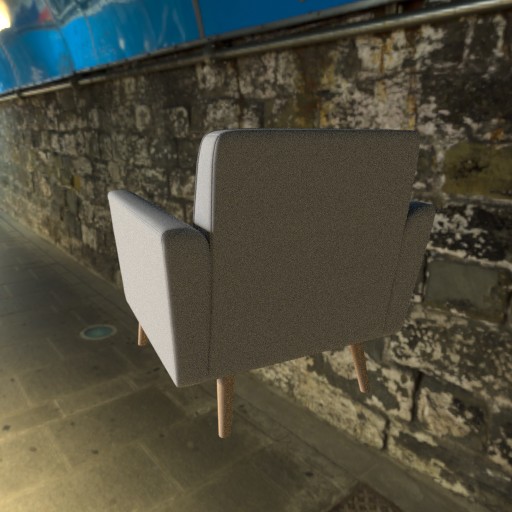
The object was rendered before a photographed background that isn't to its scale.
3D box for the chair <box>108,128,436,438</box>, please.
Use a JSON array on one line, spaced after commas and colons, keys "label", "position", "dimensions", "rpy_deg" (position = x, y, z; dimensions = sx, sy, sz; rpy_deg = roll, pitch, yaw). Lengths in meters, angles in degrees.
[{"label": "chair", "position": [0.000, 0.000, 1.412], "dimensions": [0.780, 0.780, 0.750], "rpy_deg": [-8, 17, -25]}]
